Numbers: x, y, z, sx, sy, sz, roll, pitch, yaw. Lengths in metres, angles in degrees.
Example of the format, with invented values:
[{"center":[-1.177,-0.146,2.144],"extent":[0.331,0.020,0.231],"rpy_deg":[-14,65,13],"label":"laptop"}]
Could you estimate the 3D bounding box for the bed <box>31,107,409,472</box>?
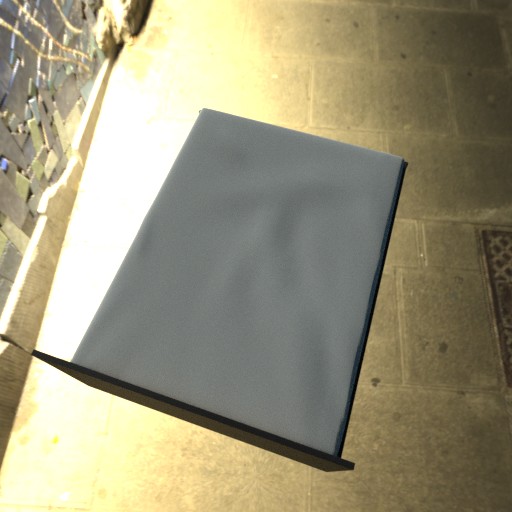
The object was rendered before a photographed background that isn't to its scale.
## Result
[{"center":[0.000,0.000,2.818],"extent":[1.585,0.823,2.073],"rpy_deg":[17,65,8],"label":"bed"}]
